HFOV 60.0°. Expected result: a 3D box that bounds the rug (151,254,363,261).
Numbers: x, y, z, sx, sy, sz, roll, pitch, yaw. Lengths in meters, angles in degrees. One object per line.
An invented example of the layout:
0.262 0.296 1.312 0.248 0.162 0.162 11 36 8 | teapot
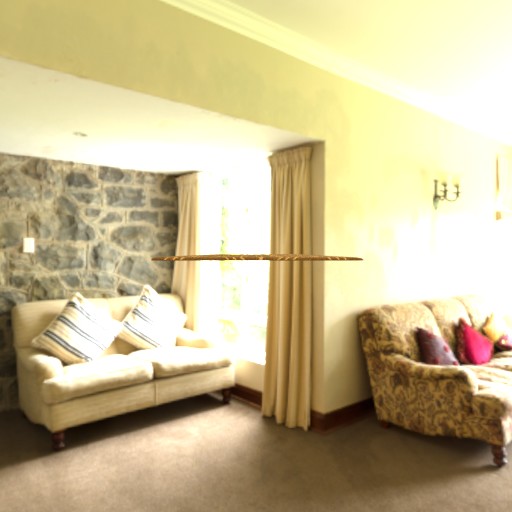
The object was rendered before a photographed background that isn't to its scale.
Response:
0.000 0.000 2.838 0.773 0.012 2.464 0 1 0 | rug
